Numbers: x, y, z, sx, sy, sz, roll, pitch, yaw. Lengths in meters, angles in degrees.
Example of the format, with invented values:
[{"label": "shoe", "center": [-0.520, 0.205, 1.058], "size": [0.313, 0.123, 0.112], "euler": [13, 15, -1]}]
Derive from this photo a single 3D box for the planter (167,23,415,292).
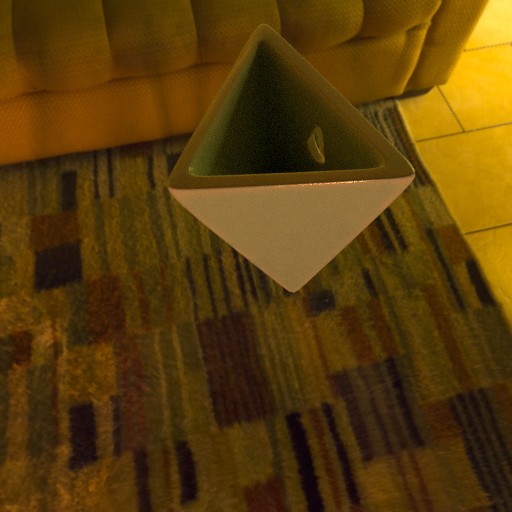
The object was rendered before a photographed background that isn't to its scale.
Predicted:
[{"label": "planter", "center": [0.000, 0.000, 0.216], "size": [0.064, 0.178, 0.080], "euler": [-31, 68, -14]}]
